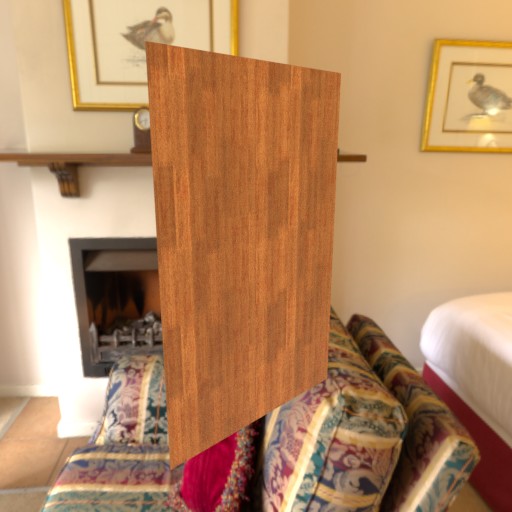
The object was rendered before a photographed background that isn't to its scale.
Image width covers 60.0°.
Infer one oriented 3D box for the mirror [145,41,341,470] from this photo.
[{"bbox_3d":[0.000,0.000,1.241,0.651,1.010,0.047,-14,20,-42],"label":"mirror"}]
